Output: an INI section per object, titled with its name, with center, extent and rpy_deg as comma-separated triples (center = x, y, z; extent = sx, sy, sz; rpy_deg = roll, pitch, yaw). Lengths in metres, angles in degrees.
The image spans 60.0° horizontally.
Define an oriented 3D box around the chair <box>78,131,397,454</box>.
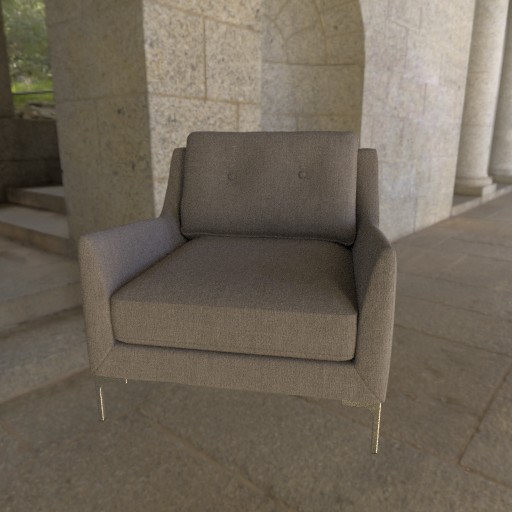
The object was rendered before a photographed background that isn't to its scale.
[chair]
center = 0.000, 0.000, 1.513
extent = 0.847, 0.828, 0.849
rpy_deg = 3, 15, 10
